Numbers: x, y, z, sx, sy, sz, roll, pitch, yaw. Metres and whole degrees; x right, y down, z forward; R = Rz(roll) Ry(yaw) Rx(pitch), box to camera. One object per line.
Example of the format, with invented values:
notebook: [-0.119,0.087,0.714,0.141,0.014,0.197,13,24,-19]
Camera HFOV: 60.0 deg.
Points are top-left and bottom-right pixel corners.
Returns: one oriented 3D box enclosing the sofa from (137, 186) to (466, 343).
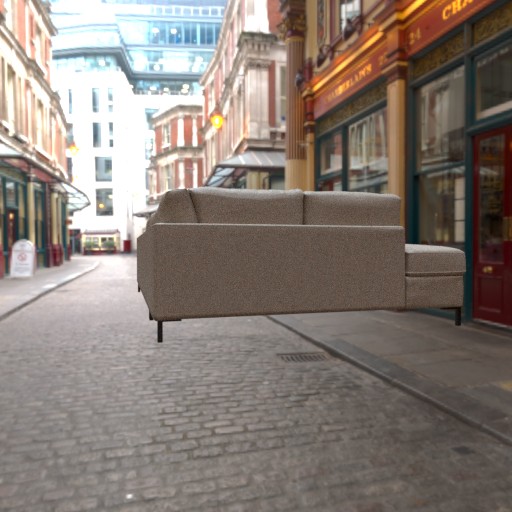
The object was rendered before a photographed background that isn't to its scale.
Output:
sofa: [0.000,0.000,3.241,1.617,0.703,2.423,0,1,-17]
